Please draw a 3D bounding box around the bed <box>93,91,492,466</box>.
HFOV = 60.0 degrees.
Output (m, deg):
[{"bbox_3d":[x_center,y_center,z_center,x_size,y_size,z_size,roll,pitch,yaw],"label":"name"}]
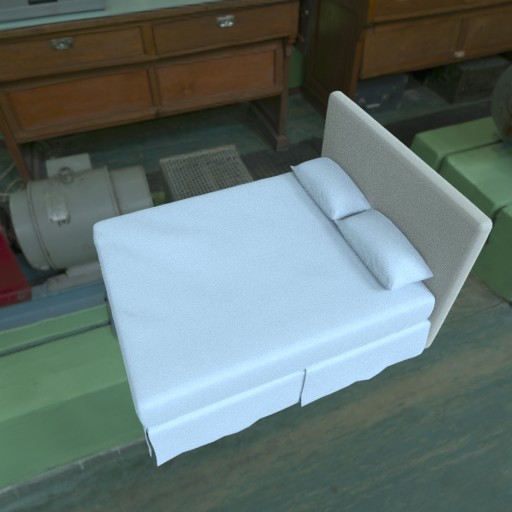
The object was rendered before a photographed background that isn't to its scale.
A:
[{"bbox_3d":[0.000,0.000,3.121,2.142,1.330,1.748,-17,49,-15],"label":"bed"}]
